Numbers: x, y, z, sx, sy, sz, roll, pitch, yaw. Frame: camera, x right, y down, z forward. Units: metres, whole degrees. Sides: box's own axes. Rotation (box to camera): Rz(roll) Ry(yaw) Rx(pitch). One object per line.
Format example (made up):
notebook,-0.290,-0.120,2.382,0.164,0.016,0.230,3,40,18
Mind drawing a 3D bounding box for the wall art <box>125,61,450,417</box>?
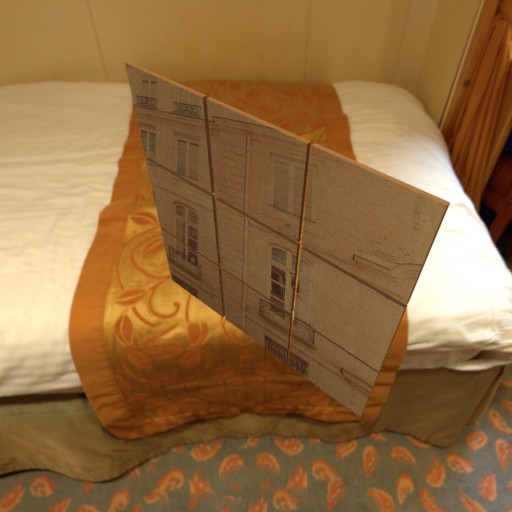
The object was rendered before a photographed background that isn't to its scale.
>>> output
wall art,0.000,0.000,1.333,0.915,0.913,0.018,32,55,26
